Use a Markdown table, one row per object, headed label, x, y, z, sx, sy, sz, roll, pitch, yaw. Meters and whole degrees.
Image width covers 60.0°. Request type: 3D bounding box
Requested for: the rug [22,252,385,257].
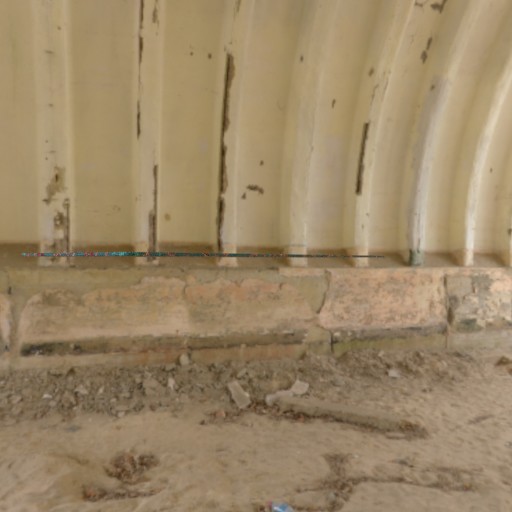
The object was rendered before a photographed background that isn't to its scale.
| label | x | y | z | sx | sy | sz | roll | pitch | yaw |
| --- | --- | --- | --- | --- | --- | --- | --- | --- | --- |
| rug | 0.000 | 0.000 | 2.493 | 0.686 | 0.013 | 2.286 | 0 | 0 | 36 |
